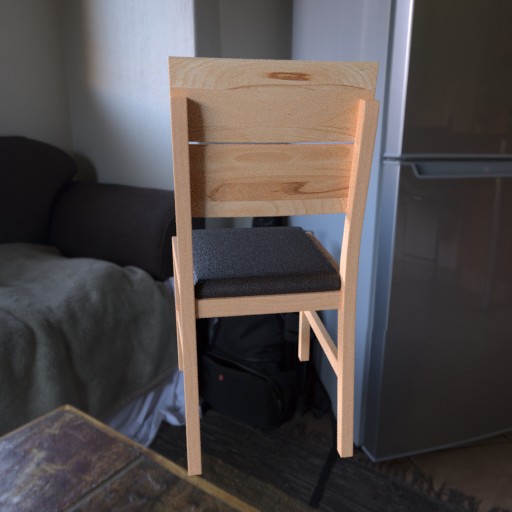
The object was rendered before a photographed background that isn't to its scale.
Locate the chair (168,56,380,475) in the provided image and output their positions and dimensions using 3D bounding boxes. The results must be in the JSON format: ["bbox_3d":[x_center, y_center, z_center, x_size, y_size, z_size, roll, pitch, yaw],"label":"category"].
[{"bbox_3d":[0.000,0.000,1.247,0.475,0.950,0.560,-3,16,-9],"label":"chair"}]
